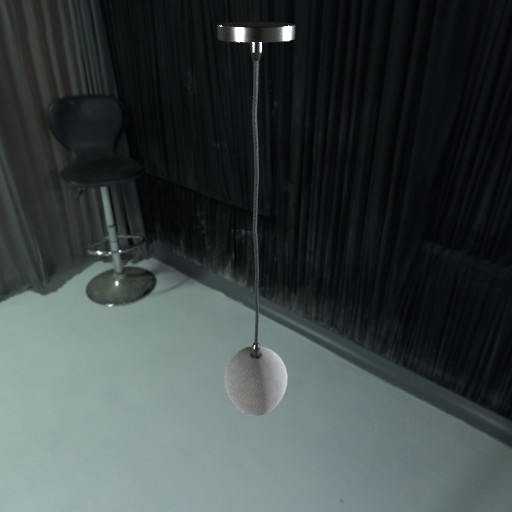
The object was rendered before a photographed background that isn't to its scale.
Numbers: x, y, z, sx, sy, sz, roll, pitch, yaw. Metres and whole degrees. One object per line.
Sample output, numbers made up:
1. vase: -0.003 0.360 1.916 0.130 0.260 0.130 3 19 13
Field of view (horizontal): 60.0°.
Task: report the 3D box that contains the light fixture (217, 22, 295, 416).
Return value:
1. light fixture: 0.000 0.000 0.823 0.139 0.764 0.139 21 37 30
